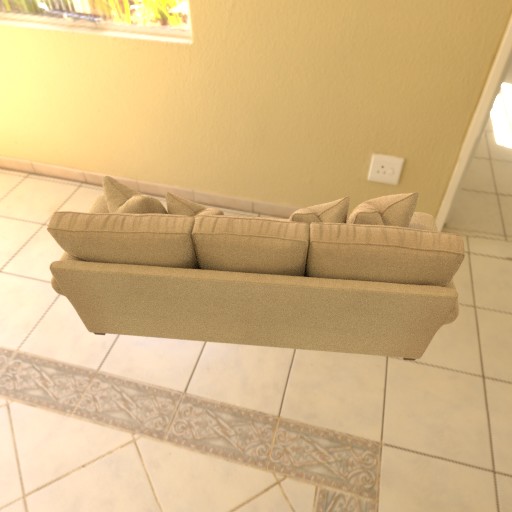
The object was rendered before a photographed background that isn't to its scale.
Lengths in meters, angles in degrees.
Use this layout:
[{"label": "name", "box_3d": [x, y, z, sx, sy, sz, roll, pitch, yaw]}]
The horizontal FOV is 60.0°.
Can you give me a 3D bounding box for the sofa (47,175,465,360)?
[{"label": "sofa", "box_3d": [0.000, 0.000, 2.824, 2.312, 0.975, 0.965, 4, 45, 4]}]
